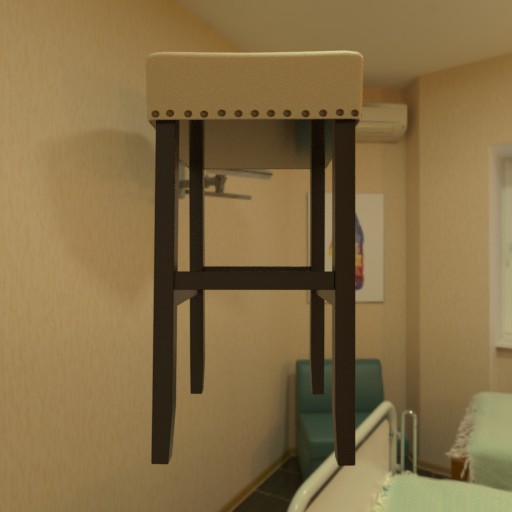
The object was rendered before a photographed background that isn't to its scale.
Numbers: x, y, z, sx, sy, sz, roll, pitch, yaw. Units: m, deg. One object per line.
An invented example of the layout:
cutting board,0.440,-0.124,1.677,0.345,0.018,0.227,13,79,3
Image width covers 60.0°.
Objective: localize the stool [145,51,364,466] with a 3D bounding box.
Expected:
stool,0.000,0.000,1.031,0.401,0.762,0.471,0,0,1
